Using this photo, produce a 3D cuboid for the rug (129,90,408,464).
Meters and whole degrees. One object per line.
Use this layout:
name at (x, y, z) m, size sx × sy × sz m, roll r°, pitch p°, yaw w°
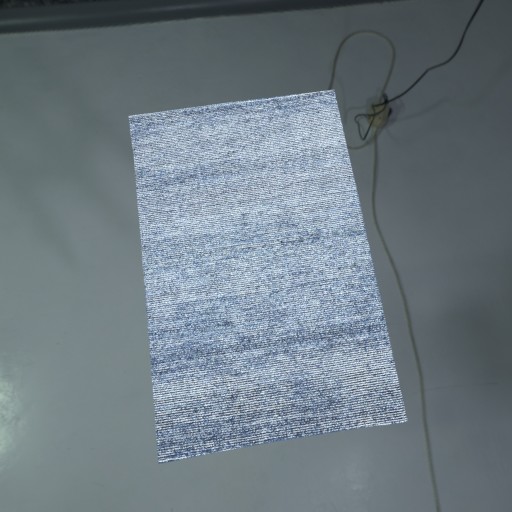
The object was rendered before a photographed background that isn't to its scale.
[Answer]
rug at (0.000, 0.000, 2.246) m, size 1.159 × 0.025 × 1.793 m, roll -8°, pitch 76°, yaw -2°
